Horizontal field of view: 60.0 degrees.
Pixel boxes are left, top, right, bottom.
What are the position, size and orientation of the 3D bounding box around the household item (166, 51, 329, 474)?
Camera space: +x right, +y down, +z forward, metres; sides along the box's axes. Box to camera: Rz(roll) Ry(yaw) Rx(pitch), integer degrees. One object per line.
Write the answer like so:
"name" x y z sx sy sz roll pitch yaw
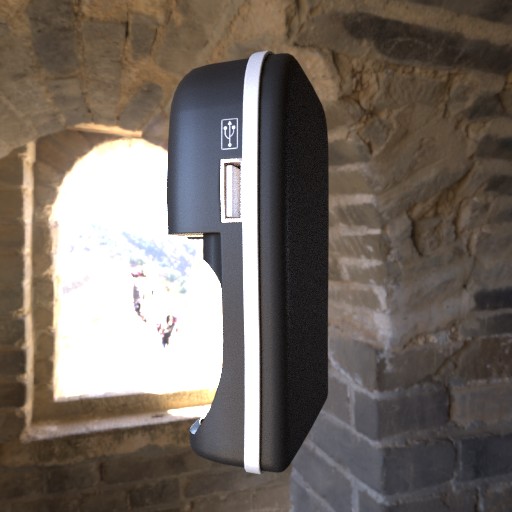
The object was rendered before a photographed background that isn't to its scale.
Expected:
"household item" 0.000 0.000 0.146 0.038 0.114 0.070 0 0 19
